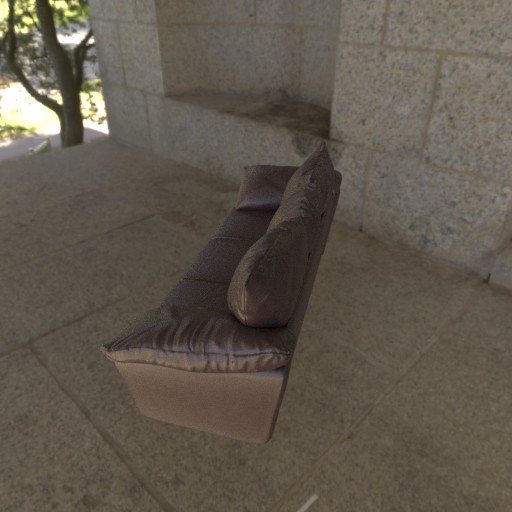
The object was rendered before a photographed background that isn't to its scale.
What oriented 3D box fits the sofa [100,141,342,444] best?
[{"bbox_3d":[0.000,0.000,2.951,0.907,1.091,2.390,8,32,13],"label":"sofa"}]
